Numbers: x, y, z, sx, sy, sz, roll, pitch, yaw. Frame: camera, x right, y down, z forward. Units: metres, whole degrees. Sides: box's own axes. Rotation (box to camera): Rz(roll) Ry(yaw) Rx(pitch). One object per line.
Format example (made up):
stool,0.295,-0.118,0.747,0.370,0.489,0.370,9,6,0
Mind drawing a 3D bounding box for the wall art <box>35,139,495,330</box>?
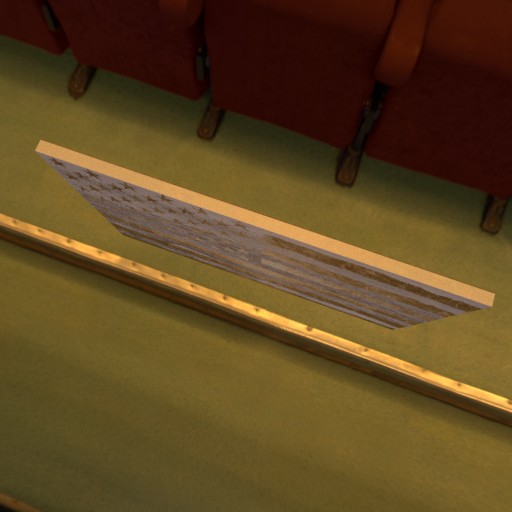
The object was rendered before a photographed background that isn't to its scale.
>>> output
wall art,0.000,0.000,1.151,0.932,0.610,0.027,19,77,4
